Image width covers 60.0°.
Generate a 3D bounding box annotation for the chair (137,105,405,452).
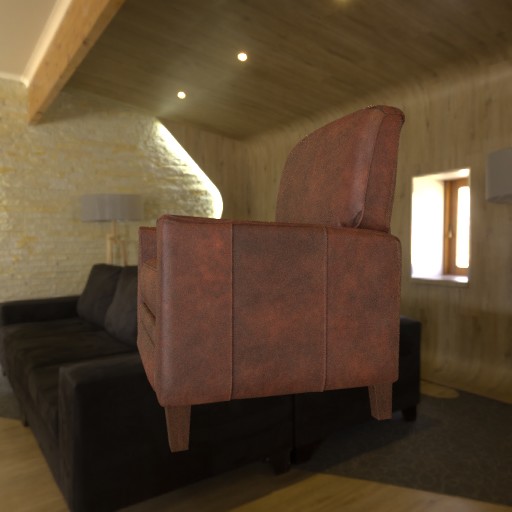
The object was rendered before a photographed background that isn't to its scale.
[{"bbox_3d":[0.000,0.000,1.652,0.836,1.043,0.843,-1,2,-19],"label":"chair"}]
